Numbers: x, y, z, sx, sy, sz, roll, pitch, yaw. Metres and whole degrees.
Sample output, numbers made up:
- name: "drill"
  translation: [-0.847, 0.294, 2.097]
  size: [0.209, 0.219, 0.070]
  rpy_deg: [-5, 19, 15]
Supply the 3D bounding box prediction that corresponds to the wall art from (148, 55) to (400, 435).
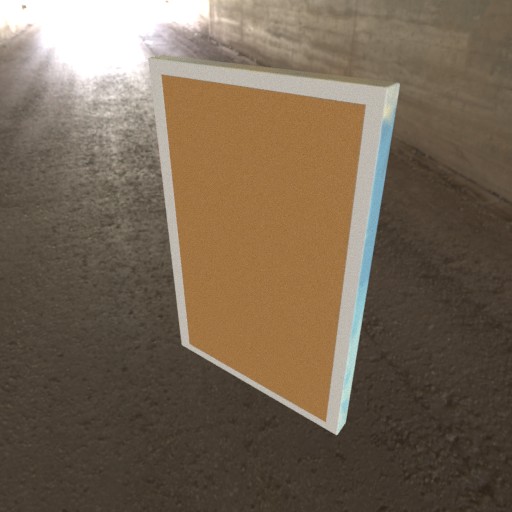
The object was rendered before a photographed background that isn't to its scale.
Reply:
- name: "wall art"
  translation: [0.000, 0.000, 0.771]
  size: [0.401, 0.610, 0.038]
  rpy_deg: [21, 37, 31]
